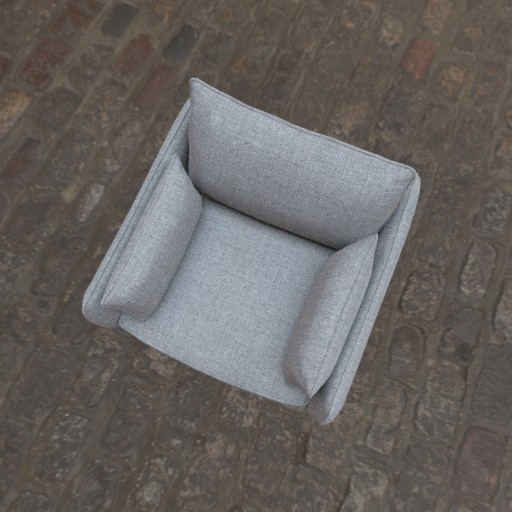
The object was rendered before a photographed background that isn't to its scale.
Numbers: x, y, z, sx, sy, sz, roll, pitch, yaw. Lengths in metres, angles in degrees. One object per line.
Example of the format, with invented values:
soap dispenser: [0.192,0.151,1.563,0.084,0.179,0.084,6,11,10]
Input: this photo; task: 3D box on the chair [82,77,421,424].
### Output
chair: [0.000,0.000,1.732,0.993,0.839,0.976,22,77,6]
